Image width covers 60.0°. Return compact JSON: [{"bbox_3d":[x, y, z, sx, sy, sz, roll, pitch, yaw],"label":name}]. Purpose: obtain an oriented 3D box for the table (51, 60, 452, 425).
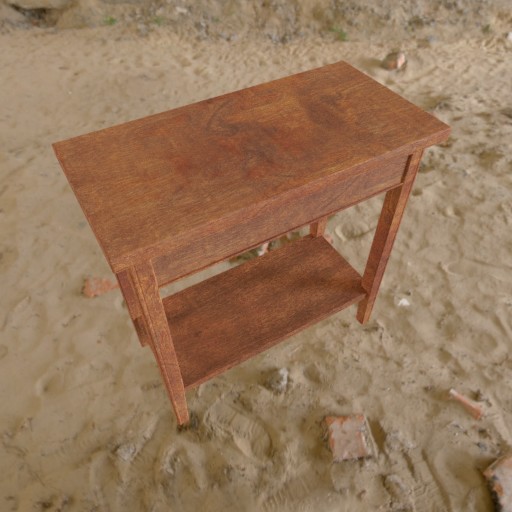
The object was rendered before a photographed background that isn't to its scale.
[{"bbox_3d":[0.000,0.000,0.976,0.610,0.610,0.305,-24,52,-20],"label":"table"}]
